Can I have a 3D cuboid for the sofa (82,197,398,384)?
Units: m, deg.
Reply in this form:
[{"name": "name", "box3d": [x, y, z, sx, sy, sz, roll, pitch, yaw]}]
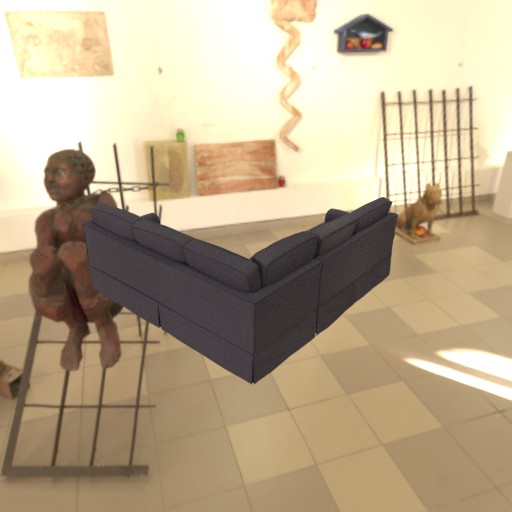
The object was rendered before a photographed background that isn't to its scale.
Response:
[{"name": "sofa", "box3d": [0.000, 0.000, 5.133, 3.773, 1.169, 2.874, -8, 27, -16]}]
